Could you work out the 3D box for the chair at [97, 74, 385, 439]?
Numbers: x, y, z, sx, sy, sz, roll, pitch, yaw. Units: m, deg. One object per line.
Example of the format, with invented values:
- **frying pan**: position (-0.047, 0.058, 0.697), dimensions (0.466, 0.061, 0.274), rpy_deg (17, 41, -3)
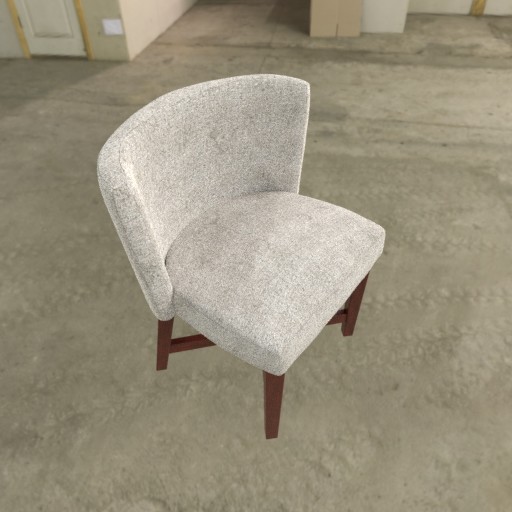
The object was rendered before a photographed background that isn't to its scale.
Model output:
- **chair**: position (0.000, 0.000, 1.280), dimensions (0.575, 0.827, 0.728), rpy_deg (26, 47, 27)
